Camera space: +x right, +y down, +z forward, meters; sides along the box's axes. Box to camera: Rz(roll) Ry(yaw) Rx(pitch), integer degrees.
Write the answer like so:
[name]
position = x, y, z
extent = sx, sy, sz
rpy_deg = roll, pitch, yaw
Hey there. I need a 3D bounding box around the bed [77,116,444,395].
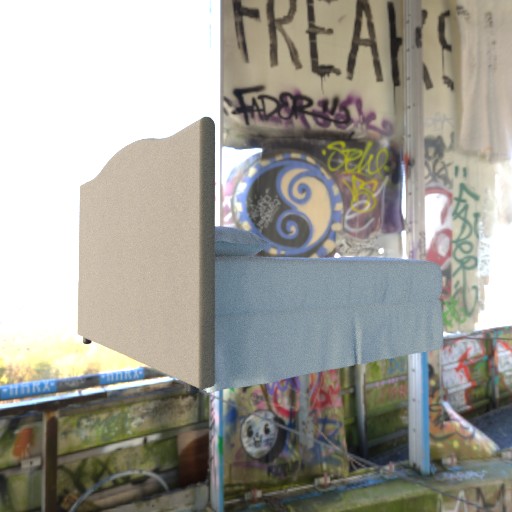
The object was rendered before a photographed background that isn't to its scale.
[bed]
position = 0.000, 0.000, 3.513
extent = 2.182, 1.421, 2.083
rpy_deg = 1, -2, -36
